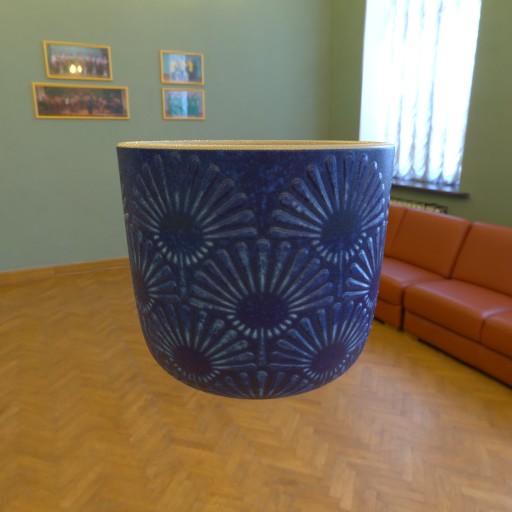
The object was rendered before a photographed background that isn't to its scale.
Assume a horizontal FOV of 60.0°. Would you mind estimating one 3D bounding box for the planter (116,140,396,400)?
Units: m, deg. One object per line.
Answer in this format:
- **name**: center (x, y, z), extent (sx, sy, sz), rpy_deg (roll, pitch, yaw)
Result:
- **planter**: center (0.000, 0.000, 0.219), extent (0.124, 0.109, 0.124), rpy_deg (0, 15, 0)
